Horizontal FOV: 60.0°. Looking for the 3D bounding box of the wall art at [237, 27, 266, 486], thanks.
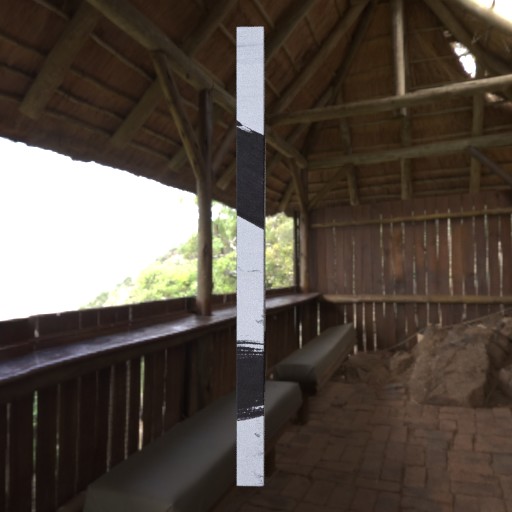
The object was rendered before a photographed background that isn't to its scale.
[{"bbox_3d":[0.000,0.000,1.120,0.046,0.765,0.765,0,0,1],"label":"wall art"}]
